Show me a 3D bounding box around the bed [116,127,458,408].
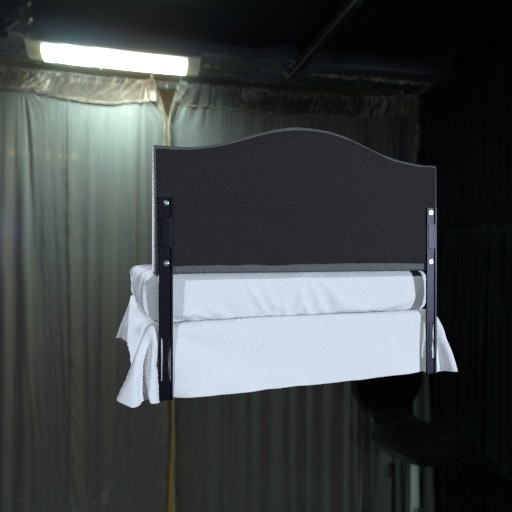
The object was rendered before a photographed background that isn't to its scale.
[{"bbox_3d":[0.000,0.000,3.803,2.314,1.651,2.219,0,0,-18],"label":"bed"}]
